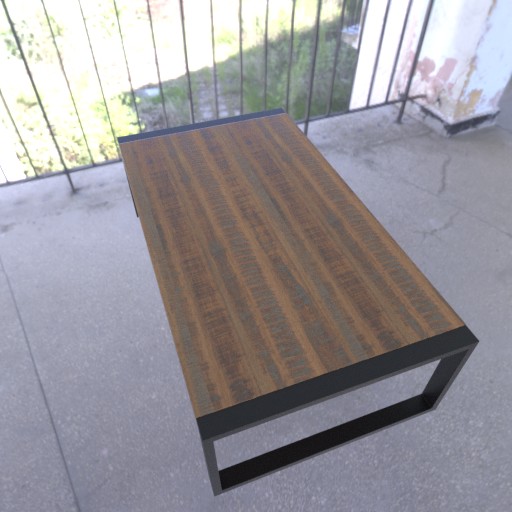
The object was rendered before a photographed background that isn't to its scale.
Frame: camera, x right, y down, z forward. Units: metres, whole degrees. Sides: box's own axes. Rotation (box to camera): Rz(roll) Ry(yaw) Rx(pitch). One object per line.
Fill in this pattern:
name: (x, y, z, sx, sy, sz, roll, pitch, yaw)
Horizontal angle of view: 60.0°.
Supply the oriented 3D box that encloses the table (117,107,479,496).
table: (0.000, 0.000, 1.653, 0.750, 0.400, 1.350, -15, 48, -14)
